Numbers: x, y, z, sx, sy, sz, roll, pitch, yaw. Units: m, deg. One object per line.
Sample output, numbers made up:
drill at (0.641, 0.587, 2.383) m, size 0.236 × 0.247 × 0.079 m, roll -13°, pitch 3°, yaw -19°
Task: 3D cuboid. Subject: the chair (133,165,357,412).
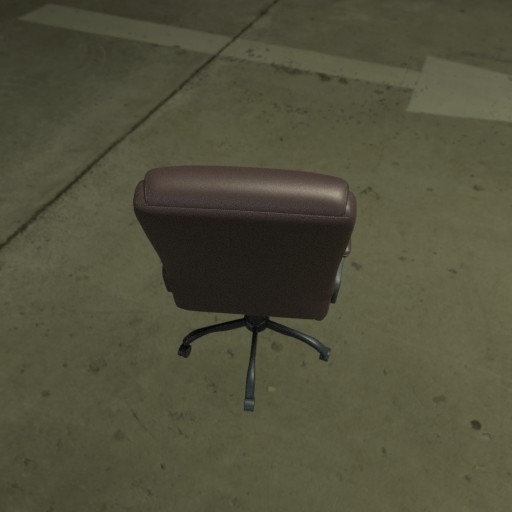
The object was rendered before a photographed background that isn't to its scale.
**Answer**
chair at (0.000, 0.000, 1.461) m, size 0.615 × 1.072 × 0.655 m, roll 4°, pitch 48°, yaw 3°
